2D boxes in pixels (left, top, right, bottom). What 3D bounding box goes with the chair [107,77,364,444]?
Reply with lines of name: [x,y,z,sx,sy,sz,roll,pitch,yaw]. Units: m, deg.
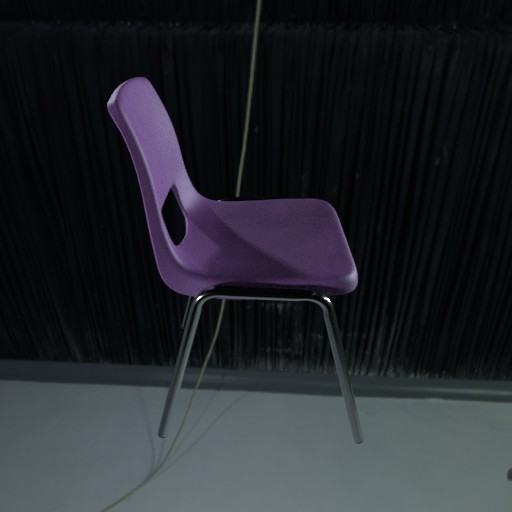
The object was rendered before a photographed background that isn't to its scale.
chair: [0.000,0.000,0.880,0.432,0.654,0.381,0,31,0]
